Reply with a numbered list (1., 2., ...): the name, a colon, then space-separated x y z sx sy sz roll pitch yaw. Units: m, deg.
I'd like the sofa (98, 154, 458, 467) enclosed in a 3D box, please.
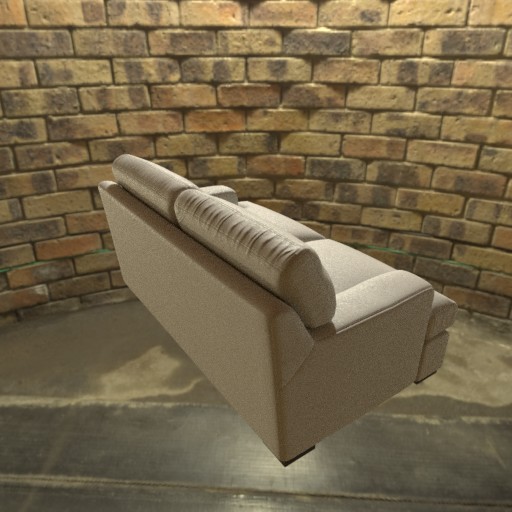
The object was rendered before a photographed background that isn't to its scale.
1. sofa: 0.000 0.000 2.481 1.143 0.940 1.880 -17 31 -31
